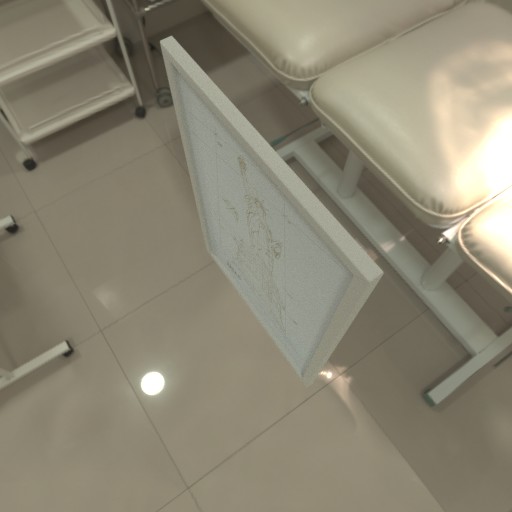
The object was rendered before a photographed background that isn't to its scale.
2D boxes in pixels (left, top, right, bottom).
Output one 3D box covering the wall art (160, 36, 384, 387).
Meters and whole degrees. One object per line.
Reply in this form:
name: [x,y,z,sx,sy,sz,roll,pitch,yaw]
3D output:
wall art: [0.000,0.000,1.517,0.038,1.183,0.808,-32,68,-14]
